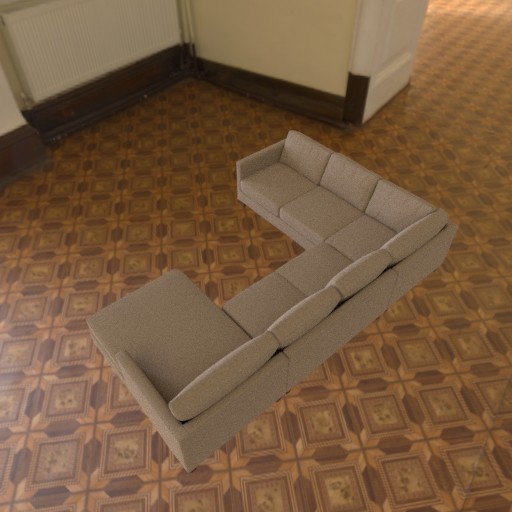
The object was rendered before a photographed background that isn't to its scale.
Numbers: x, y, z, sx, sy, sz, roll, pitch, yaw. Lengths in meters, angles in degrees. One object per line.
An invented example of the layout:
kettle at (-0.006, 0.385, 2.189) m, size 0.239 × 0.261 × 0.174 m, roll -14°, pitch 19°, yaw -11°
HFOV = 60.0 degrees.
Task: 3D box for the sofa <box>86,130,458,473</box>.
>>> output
sofa at (0.000, 0.000, 4.576) m, size 3.438 × 0.865 × 2.424 m, roll -31°, pitch 53°, yaw -27°
